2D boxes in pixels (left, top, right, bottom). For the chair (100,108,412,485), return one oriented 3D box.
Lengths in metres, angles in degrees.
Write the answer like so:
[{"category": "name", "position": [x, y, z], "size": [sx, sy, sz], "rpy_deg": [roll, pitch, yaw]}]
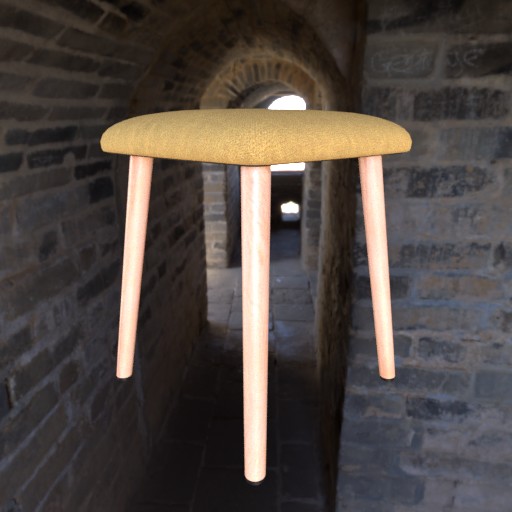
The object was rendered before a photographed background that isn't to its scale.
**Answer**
[{"category": "chair", "position": [0.000, 0.000, 0.699], "size": [0.350, 0.440, 0.350], "rpy_deg": [-16, 23, -42]}]
